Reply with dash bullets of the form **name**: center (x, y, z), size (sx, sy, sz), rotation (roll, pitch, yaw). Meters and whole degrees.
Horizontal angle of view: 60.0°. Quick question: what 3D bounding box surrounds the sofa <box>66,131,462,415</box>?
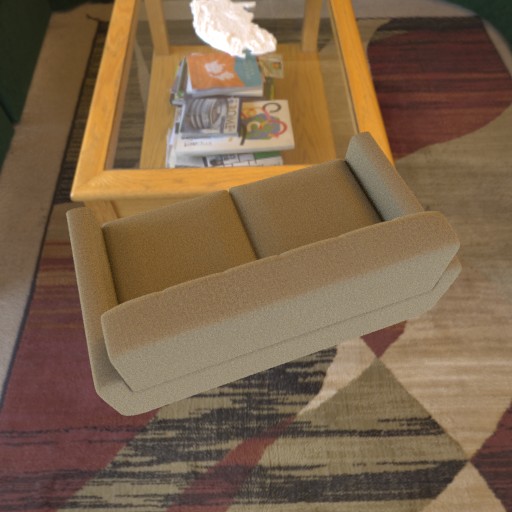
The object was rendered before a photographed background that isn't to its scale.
- **sofa**: center (0.000, 0.000, 2.211), size (1.651, 0.925, 0.952), rotation (-17, 60, -10)
